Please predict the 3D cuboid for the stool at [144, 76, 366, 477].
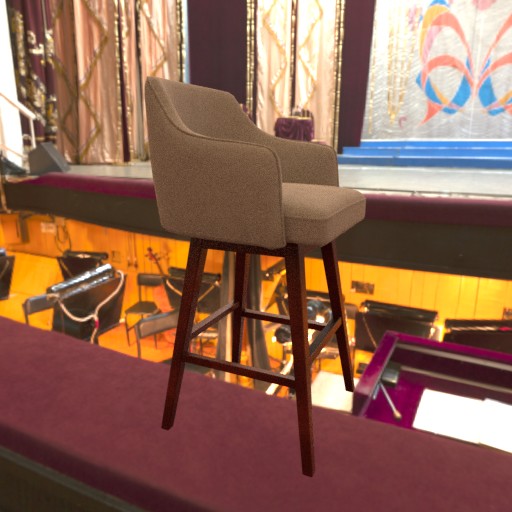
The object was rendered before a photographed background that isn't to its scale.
[{"bbox_3d":[0.000,0.000,1.336,0.558,1.012,0.548,7,16,25],"label":"stool"}]
